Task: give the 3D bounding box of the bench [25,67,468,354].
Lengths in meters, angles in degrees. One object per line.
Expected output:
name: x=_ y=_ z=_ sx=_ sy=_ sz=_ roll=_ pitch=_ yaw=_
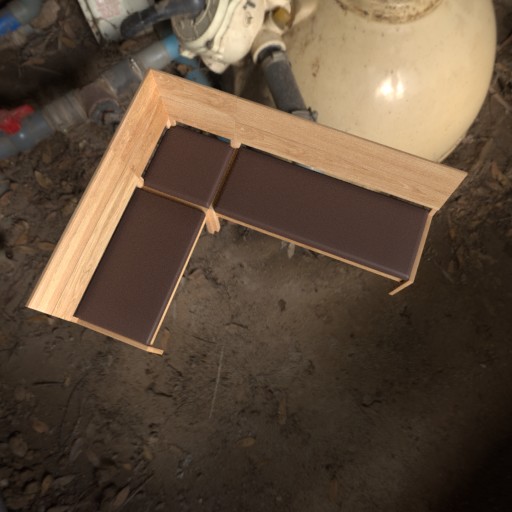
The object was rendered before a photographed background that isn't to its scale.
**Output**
bench: x=0.000 y=0.000 z=2.802 sx=1.975 sy=0.890 sz=1.549 roll=19 pitch=76 yaw=5
